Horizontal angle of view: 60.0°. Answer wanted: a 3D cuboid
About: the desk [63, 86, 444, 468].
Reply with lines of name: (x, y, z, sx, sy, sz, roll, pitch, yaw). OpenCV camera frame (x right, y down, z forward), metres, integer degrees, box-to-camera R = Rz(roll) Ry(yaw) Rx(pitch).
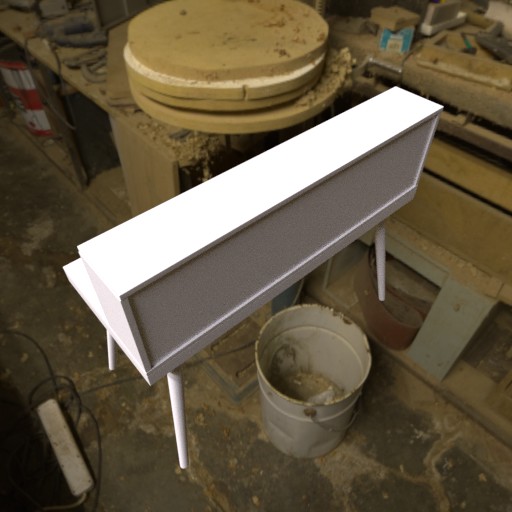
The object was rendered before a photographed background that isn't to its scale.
desk: (0.000, 0.000, 1.671, 1.199, 0.990, 0.559, -33, 54, -27)
